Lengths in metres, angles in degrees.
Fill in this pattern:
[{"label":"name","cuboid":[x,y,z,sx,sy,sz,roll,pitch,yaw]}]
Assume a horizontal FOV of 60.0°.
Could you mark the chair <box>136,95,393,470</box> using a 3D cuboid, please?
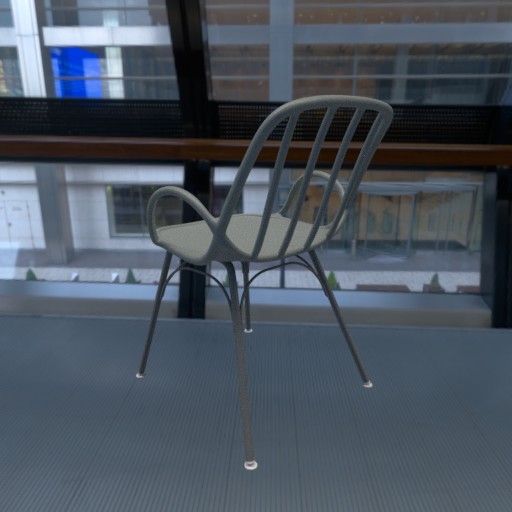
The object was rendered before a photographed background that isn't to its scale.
[{"label":"chair","cuboid":[0.000,0.000,1.235,0.549,0.816,0.597,-15,22,-41]}]
